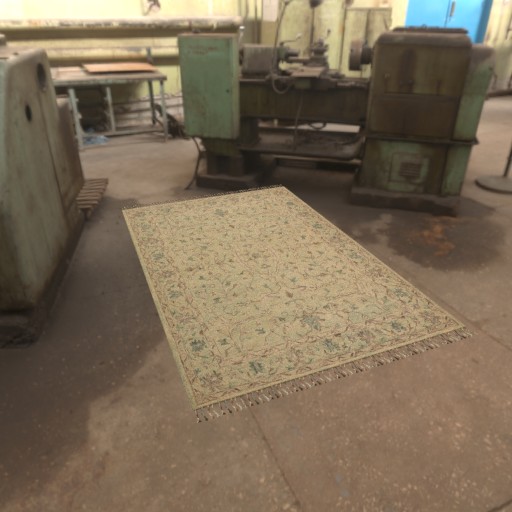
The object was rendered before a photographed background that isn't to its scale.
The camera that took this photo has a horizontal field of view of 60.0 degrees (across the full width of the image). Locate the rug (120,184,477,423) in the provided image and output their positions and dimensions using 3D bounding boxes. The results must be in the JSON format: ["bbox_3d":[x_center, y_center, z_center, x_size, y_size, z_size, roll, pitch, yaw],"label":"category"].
[{"bbox_3d":[0.000,0.000,3.055,1.544,0.010,2.435,-11,31,-19],"label":"rug"}]
